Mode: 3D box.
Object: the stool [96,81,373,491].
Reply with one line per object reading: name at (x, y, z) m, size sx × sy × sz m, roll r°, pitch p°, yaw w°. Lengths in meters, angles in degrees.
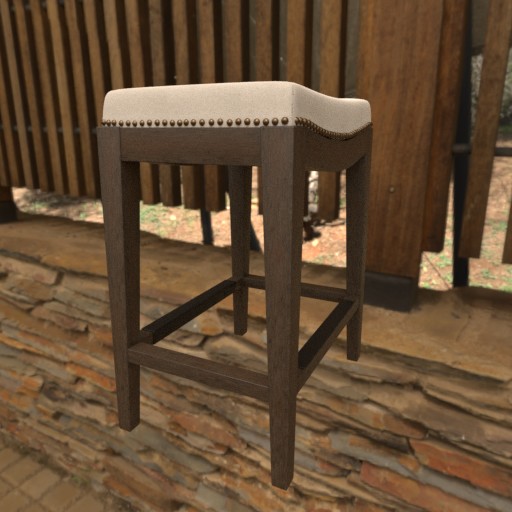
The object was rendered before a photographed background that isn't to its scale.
stool at (0.000, 0.000, 0.933) m, size 0.361 × 0.642 × 0.500 m, roll 8°, pitch 18°, yaw 25°
